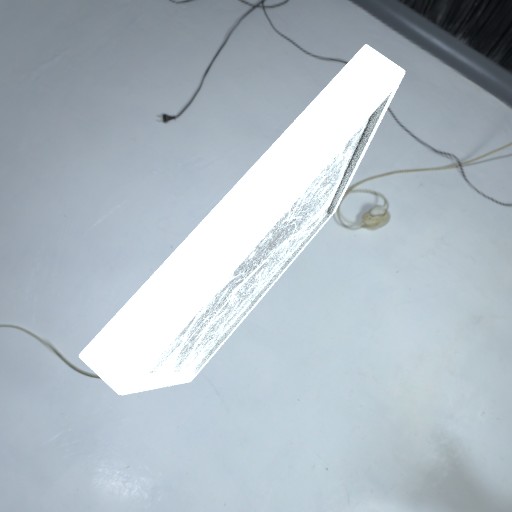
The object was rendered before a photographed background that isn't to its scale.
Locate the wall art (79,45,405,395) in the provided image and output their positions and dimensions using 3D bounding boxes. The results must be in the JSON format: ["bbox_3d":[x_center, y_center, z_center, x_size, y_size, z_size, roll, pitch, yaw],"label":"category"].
[{"bbox_3d":[0.000,0.000,0.453,0.038,0.305,0.305,39,79,9],"label":"wall art"}]
